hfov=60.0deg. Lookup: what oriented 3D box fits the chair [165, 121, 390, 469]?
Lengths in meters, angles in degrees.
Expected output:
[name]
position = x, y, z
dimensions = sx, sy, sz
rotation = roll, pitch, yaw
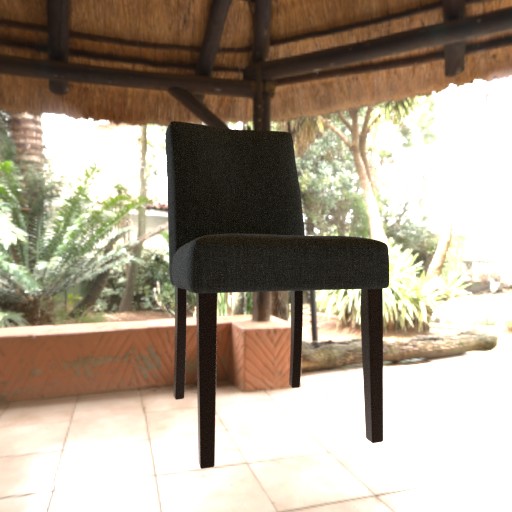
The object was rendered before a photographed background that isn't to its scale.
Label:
[chair]
position = 0.000, 0.000, 1.268
dimensions = 0.487, 0.884, 0.629
rotation = 0, 0, -18
